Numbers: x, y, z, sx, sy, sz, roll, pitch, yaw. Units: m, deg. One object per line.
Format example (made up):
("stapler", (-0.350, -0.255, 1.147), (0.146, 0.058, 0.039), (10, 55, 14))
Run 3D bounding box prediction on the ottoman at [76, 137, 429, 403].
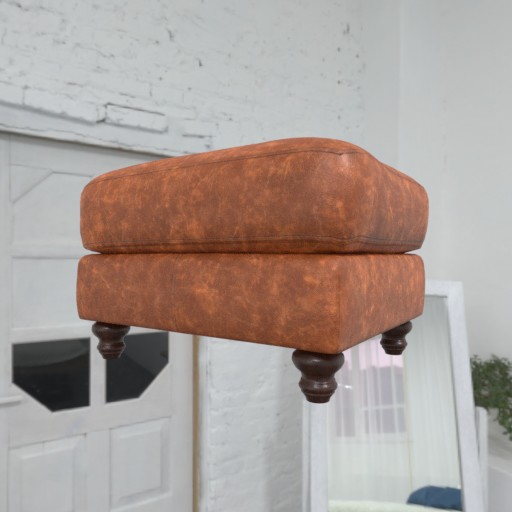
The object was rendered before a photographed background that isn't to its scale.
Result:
("ottoman", (0.000, 0.000, 1.251), (0.832, 0.562, 0.657), (0, 0, 34))
